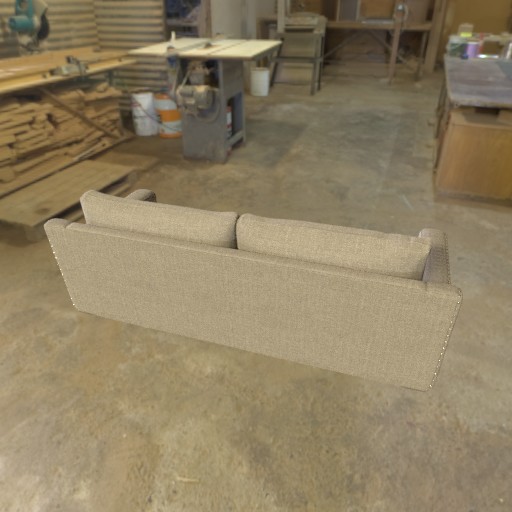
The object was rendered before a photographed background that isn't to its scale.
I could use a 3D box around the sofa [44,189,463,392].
[{"bbox_3d":[0.000,0.000,2.743,2.208,0.857,1.000,10,32,16],"label":"sofa"}]
